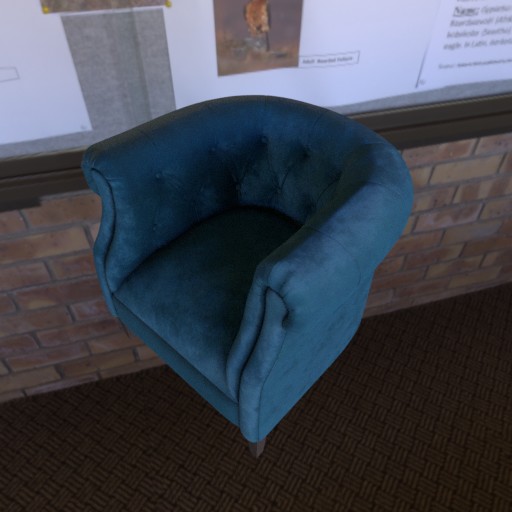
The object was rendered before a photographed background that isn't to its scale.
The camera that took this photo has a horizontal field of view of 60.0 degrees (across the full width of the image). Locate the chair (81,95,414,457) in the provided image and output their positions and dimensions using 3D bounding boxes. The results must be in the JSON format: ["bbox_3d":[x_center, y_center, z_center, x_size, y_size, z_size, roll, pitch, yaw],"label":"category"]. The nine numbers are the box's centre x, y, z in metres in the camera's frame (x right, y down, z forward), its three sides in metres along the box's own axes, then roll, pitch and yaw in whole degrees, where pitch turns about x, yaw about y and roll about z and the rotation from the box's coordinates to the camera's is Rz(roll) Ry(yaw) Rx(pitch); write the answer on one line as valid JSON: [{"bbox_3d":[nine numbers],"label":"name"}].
[{"bbox_3d":[0.000,0.000,1.546,0.904,0.826,0.851,33,53,29],"label":"chair"}]
